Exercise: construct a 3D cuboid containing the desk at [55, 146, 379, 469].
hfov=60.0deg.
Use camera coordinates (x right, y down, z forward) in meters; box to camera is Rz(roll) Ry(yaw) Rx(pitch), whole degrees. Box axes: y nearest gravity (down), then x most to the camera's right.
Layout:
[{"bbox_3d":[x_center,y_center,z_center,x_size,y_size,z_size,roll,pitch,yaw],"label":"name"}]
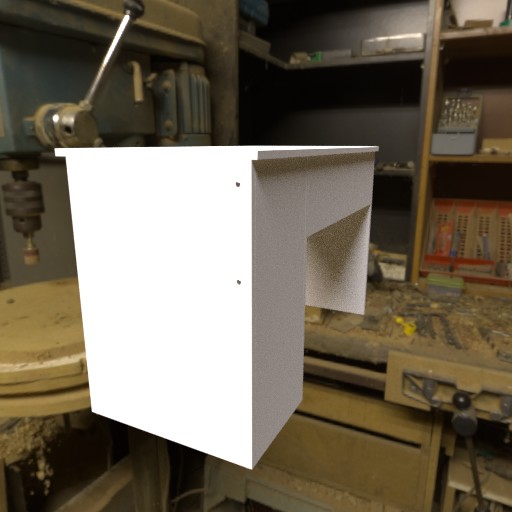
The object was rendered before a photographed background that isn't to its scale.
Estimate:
[{"bbox_3d":[0.000,0.000,1.533,0.560,0.730,1.096,7,16,26],"label":"desk"}]
